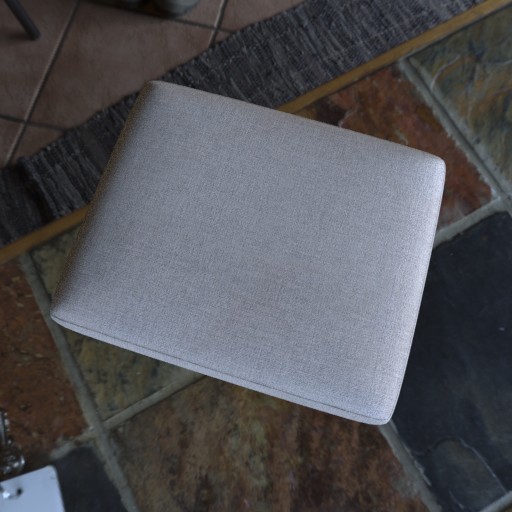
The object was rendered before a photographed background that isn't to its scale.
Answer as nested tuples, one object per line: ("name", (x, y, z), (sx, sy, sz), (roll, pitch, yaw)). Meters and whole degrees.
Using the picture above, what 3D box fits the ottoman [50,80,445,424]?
("ottoman", (0.000, 0.000, 1.223), (0.820, 0.490, 0.671), (16, 76, 4))
